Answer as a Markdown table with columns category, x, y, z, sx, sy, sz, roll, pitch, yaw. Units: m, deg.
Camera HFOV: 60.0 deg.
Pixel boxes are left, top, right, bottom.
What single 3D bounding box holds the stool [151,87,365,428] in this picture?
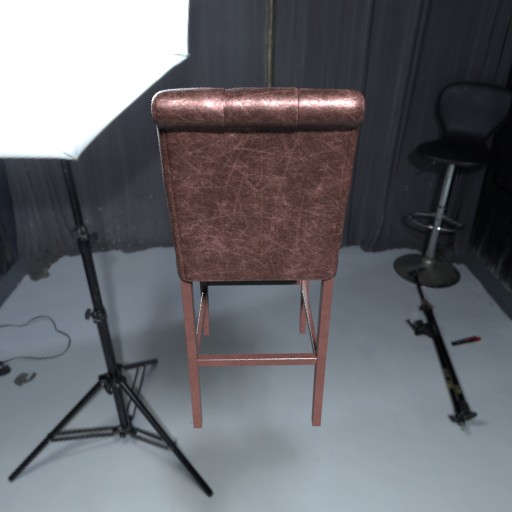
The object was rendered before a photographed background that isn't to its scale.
| category | x | y | z | sx | sy | sz | roll | pitch | yaw |
| --- | --- | --- | --- | --- | --- | --- | --- | --- | --- |
| stool | 0.000 | 0.000 | 1.493 | 0.483 | 1.168 | 0.659 | -1 | 30 | -1 |
